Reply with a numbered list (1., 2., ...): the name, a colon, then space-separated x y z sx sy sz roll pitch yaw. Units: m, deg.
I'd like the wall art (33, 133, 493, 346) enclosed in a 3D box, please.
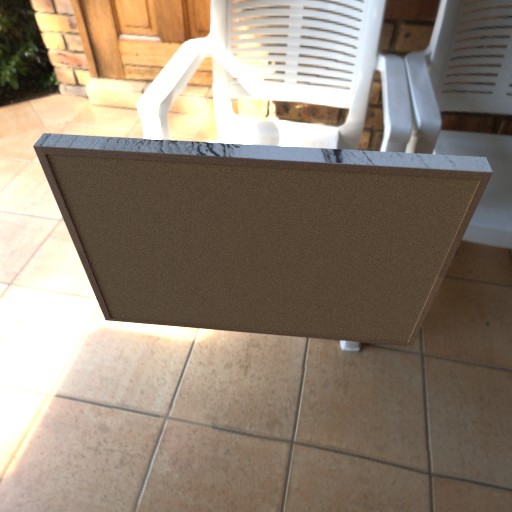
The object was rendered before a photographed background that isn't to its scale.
1. wall art: 0.000 0.000 0.746 0.613 0.407 0.035 4 46 4
